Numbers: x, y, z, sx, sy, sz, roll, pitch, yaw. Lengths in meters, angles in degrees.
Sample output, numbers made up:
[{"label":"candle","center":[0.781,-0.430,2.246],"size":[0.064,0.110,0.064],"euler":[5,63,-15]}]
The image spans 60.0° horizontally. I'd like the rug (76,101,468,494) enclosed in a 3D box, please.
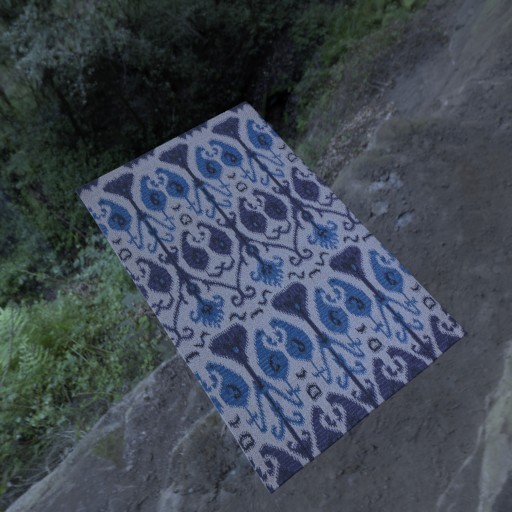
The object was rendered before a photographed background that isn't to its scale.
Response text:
[{"label":"rug","center":[0.000,0.000,2.107],"size":[1.072,0.013,1.698],"euler":[-33,68,-15]}]
